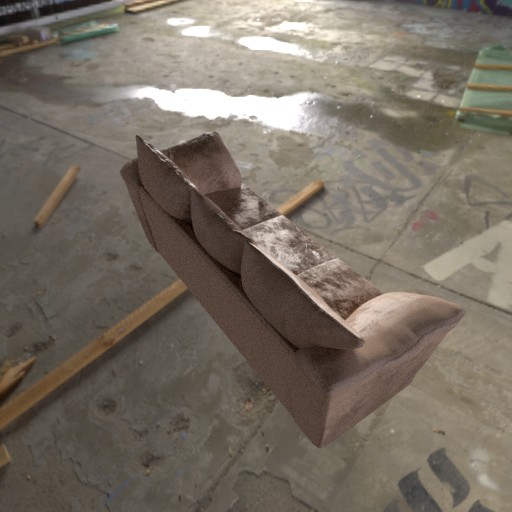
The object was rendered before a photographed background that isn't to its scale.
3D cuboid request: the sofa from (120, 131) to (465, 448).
[{"bbox_3d":[0.000,0.000,2.854,0.893,0.981,2.377,-25,47,-25],"label":"sofa"}]
